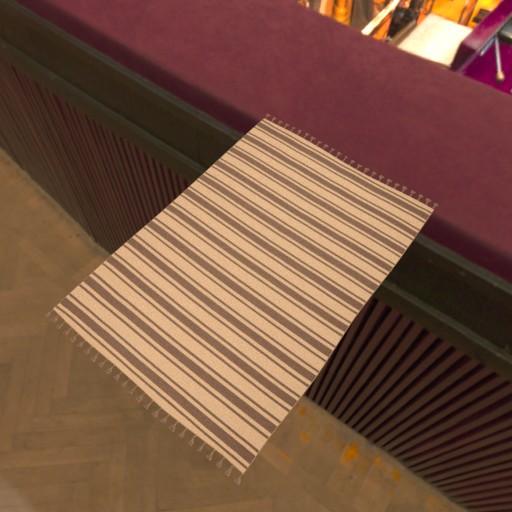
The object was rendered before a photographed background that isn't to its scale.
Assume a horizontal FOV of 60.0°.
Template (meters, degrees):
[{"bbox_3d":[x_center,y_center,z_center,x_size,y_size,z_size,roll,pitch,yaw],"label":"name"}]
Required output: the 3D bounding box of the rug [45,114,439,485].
[{"bbox_3d":[0.000,0.000,3.895,2.030,0.017,3.040,34,65,19],"label":"rug"}]
